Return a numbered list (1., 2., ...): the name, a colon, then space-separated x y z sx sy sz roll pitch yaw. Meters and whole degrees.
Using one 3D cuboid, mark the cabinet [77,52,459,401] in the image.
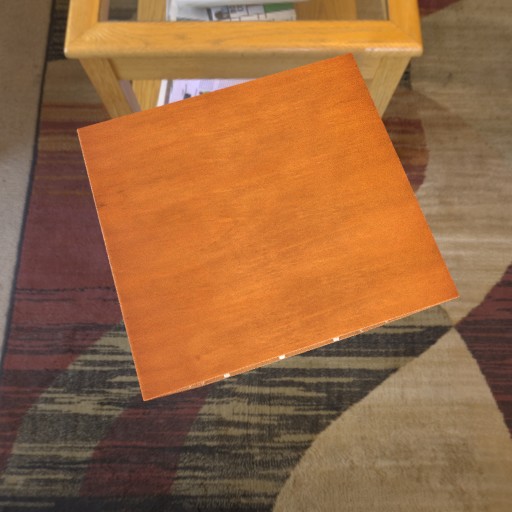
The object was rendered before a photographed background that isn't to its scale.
1. cabinet: 0.000 0.000 0.868 0.409 0.579 0.401 -17 76 -4
